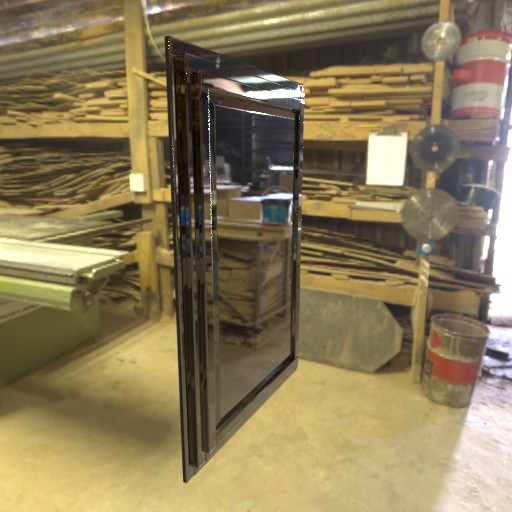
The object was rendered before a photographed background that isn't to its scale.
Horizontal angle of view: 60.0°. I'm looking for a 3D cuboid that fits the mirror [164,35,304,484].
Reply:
[{"bbox_3d":[0.000,0.000,1.138,0.039,0.914,0.613,7,14,28],"label":"mirror"}]
